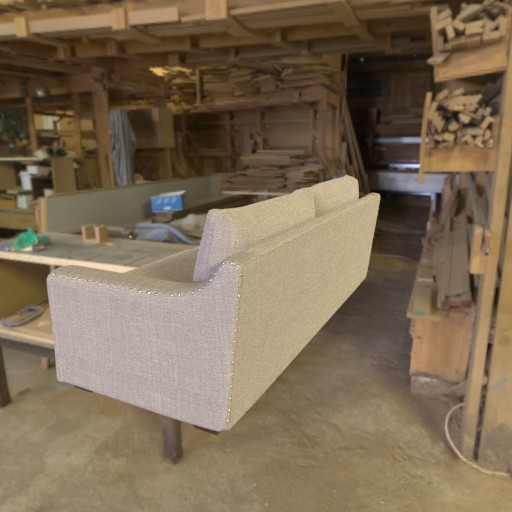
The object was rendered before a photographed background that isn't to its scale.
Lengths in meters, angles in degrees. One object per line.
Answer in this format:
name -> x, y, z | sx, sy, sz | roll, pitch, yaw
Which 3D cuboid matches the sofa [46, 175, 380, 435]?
sofa -> 0.000, 0.000, 2.675 | 1.000, 0.857, 2.208 | 7, 16, 26
